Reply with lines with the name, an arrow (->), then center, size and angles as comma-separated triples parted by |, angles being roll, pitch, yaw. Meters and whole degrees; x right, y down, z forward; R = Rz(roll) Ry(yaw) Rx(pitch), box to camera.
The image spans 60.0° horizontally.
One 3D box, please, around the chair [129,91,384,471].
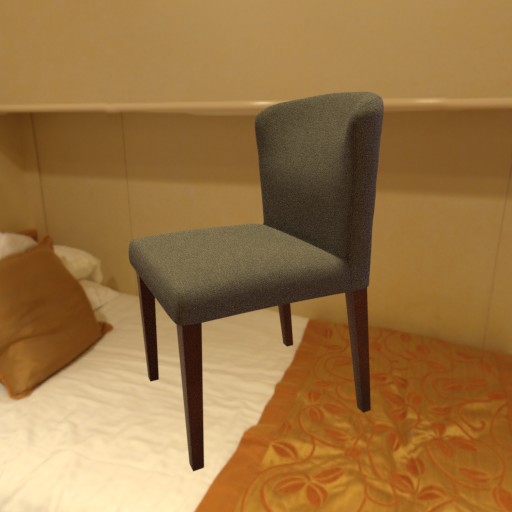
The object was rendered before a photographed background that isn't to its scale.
chair -> 0.000, 0.000, 1.187 | 0.589, 0.839, 0.491 | -8, 19, -25
